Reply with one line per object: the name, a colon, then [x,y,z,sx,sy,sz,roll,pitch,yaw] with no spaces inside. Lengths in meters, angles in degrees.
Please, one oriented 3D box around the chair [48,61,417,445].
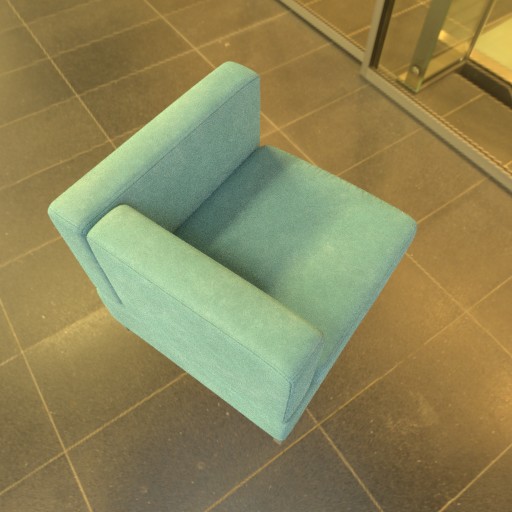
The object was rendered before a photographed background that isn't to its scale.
chair: [0.000,0.000,1.252,0.680,0.660,0.680,31,63,18]
